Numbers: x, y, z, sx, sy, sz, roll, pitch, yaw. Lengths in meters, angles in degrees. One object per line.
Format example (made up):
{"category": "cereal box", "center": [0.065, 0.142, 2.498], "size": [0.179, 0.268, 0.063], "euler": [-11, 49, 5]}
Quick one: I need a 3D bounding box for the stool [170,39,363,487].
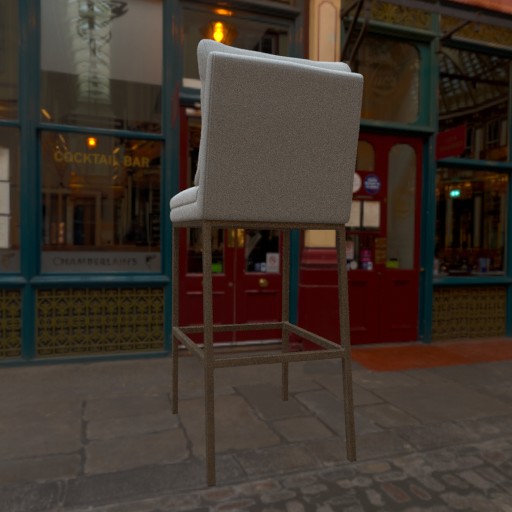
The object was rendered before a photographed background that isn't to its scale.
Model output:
{"category": "stool", "center": [0.000, 0.000, 1.400], "size": [0.463, 1.125, 0.572], "euler": [0, 1, -19]}
